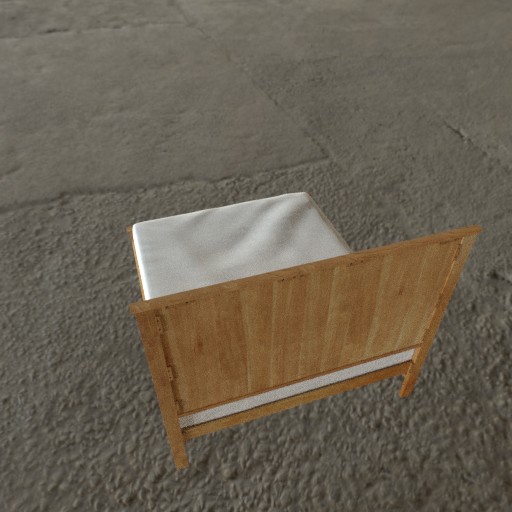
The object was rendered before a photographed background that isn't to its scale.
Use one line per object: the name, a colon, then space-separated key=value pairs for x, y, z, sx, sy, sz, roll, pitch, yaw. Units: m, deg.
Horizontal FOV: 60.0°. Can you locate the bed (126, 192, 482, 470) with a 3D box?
bed: x=0.000 y=0.000 z=3.586 sx=1.936 sy=1.686 sz=2.201 roll=-12 pitch=42 yaw=-14
